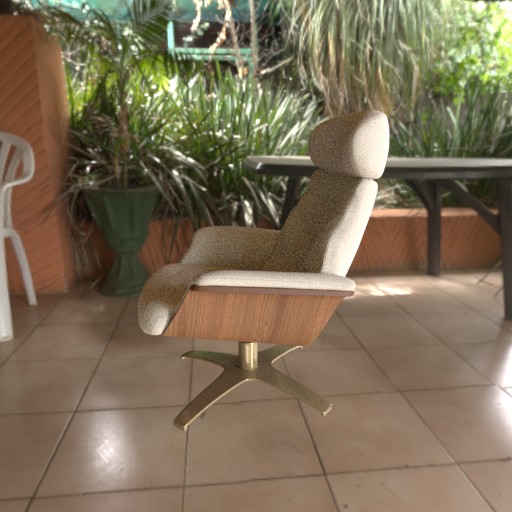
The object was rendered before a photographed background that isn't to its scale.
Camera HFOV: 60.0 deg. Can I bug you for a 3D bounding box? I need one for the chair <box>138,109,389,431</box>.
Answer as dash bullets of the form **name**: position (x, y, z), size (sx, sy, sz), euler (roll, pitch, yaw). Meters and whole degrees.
- **chair**: position (0.000, 0.000, 1.599), size (0.837, 0.995, 0.785), euler (-2, 14, -7)
